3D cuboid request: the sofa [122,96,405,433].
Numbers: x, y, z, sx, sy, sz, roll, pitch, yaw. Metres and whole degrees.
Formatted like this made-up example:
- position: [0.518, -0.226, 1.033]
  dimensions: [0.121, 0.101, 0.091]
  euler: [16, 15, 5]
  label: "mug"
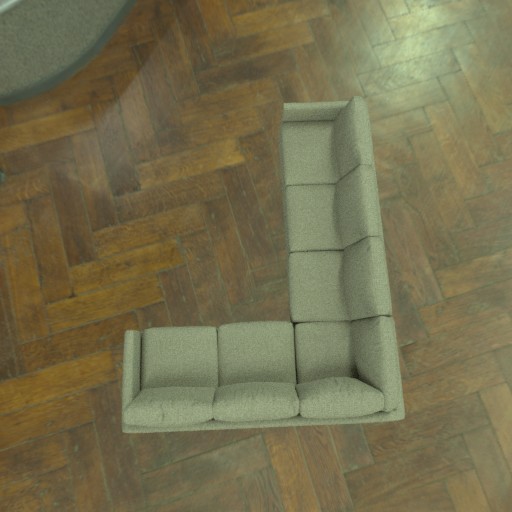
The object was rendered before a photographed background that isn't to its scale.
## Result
- position: [0.000, 0.000, 4.594]
  dimensions: [2.593, 0.947, 3.302]
  euler: [-2, 76, -1]
  label: "sofa"
